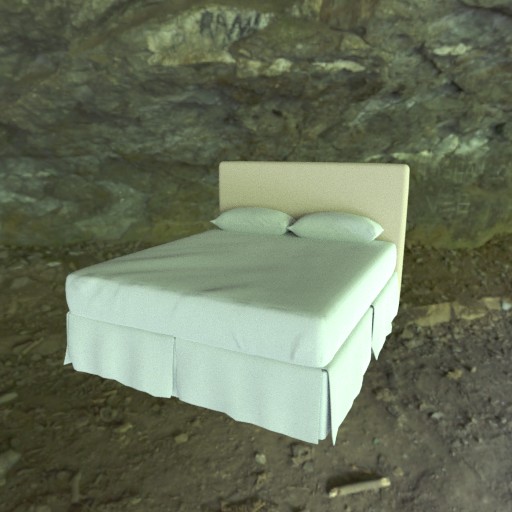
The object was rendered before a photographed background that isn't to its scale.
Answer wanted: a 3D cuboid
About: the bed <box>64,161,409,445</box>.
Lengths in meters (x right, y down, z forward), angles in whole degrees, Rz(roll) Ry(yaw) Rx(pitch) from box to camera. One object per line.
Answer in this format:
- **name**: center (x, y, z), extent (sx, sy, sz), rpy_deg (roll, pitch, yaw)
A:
- **bed**: center (0.000, 0.000, 3.327), extent (1.884, 1.330, 2.142), rpy_deg (7, 15, 26)
